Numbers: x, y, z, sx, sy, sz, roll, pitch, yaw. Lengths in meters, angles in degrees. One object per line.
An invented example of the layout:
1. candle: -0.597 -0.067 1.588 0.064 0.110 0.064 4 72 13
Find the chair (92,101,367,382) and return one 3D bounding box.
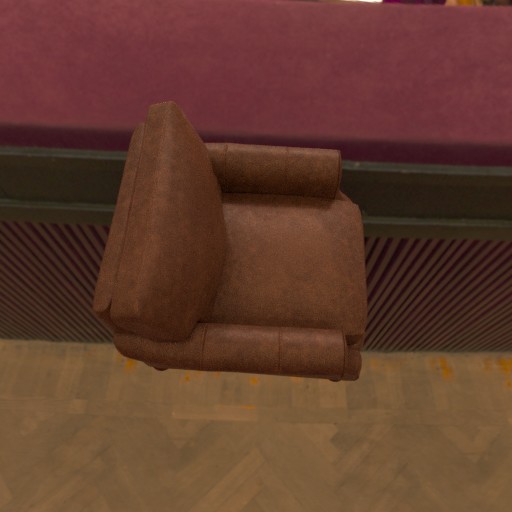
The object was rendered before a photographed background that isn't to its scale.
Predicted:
1. chair: 0.000 0.000 1.838 1.002 0.976 0.996 3 64 2
